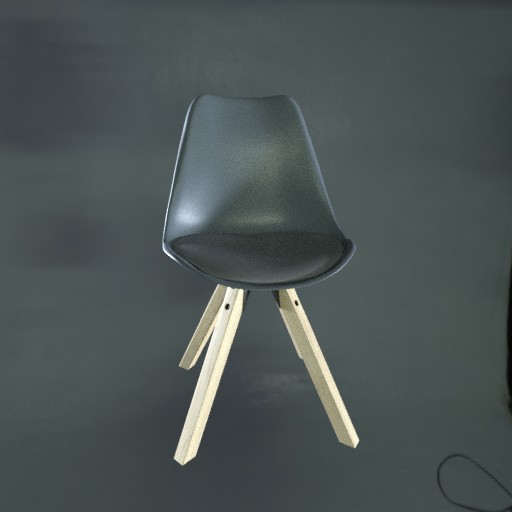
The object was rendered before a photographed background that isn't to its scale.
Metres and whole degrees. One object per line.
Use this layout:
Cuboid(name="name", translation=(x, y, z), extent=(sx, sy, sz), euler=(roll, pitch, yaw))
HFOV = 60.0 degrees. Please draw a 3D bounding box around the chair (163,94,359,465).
Cuboid(name="chair", translation=(0.000, 0.000, 1.188), extent=(0.485, 0.850, 0.550), euler=(-2, 16, -8))
